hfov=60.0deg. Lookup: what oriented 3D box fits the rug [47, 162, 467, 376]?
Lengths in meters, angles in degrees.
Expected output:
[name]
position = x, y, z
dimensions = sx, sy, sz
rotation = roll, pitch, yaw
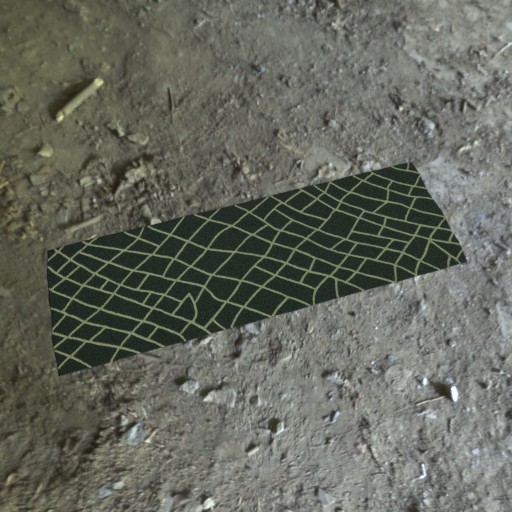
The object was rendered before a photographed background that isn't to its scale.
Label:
[rug]
position = 0.000, 0.000, 2.707
dimensions = 2.476, 0.010, 0.807
rotation = -15, 64, -7
